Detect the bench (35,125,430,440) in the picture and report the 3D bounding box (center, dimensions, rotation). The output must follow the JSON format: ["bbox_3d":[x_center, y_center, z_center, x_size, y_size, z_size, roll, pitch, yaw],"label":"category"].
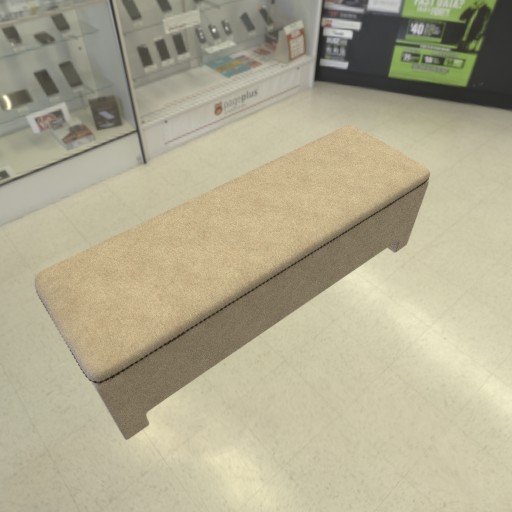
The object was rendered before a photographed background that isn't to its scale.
[{"bbox_3d":[0.000,0.000,1.742,1.482,0.447,0.470,-30,54,-25],"label":"bench"}]
